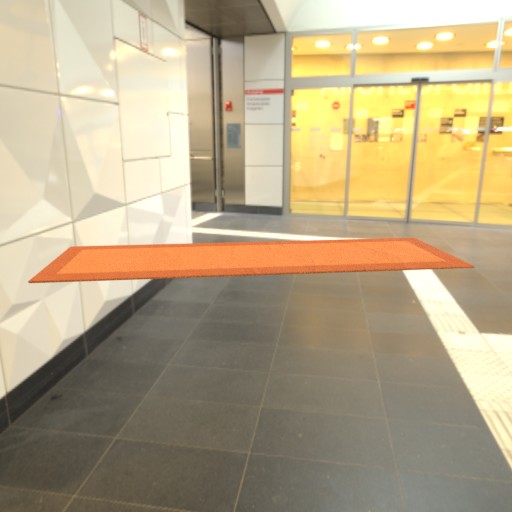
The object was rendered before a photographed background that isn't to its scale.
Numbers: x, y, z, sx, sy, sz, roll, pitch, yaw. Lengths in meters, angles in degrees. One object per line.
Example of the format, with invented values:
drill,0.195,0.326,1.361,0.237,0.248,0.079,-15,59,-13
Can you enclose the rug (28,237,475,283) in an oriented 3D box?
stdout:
rug,0.000,0.000,2.747,2.471,0.013,0.914,-3,15,-10
